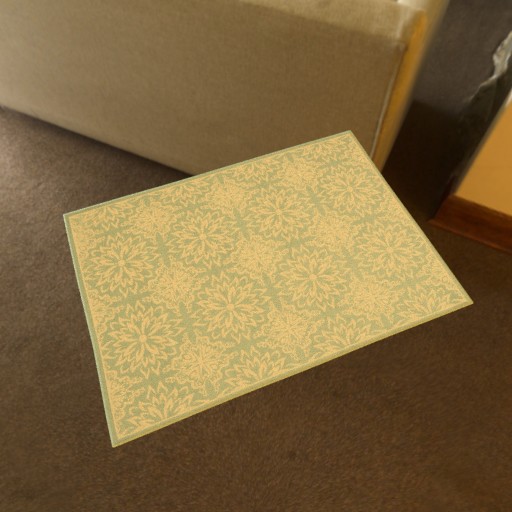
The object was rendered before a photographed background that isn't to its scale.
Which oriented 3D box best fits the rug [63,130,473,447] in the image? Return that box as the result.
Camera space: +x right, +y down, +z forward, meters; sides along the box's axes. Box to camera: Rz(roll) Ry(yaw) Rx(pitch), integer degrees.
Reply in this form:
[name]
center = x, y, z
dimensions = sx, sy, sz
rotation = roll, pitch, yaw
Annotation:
[rug]
center = 0.000, 0.000, 2.856
dimensions = 2.205, 0.014, 1.589
rotation = -19, 61, -11
